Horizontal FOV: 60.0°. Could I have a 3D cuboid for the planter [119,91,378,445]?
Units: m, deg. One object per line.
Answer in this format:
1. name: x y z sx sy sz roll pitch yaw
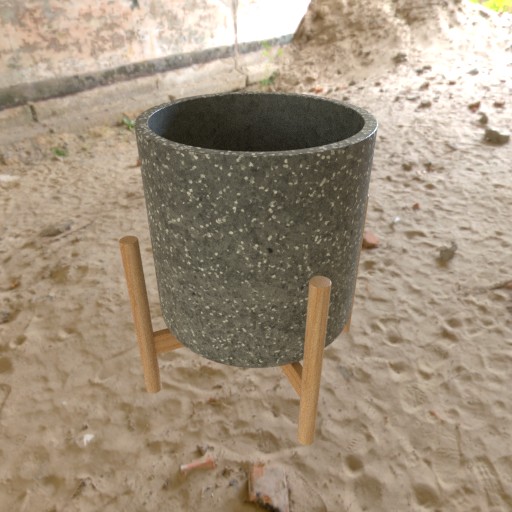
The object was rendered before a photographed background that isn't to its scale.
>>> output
1. planter: 0.000 0.000 0.677 0.360 0.419 0.360 -1 32 -1
